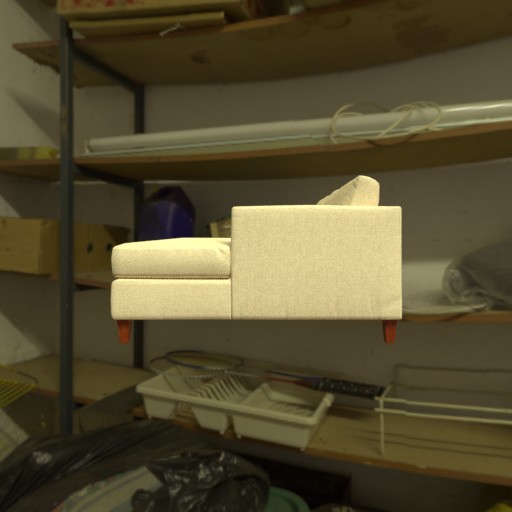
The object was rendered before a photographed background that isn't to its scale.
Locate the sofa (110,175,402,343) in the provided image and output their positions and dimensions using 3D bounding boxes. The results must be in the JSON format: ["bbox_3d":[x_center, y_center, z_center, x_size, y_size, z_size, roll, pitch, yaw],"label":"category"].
[{"bbox_3d":[0.000,0.000,4.108,1.603,0.954,3.471,0,0,0],"label":"sofa"}]
